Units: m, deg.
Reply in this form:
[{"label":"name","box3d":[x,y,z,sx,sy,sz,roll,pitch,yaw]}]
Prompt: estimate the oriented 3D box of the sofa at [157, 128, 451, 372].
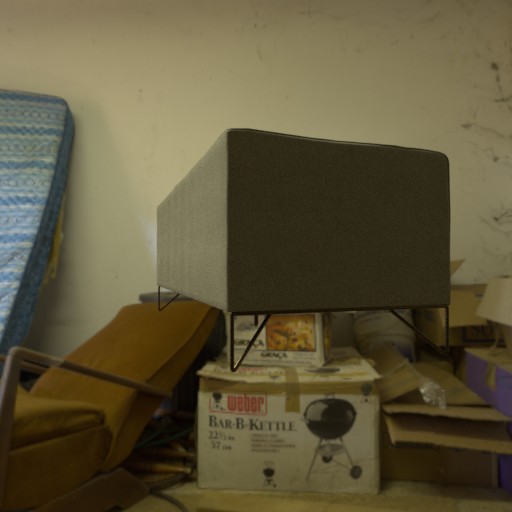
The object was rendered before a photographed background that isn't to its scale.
[{"label":"sofa","box3d":[0.000,0.000,2.534,0.912,0.798,2.079,0,-1,-19]}]
